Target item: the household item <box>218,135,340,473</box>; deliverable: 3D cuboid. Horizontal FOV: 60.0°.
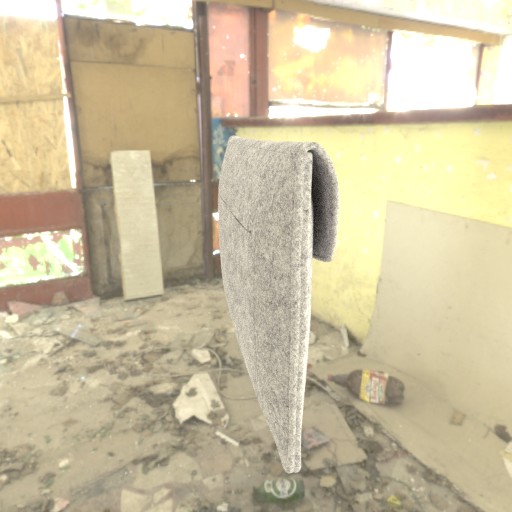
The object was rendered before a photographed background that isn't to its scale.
[{"bbox_3d":[0.000,0.000,0.428,0.057,0.221,0.335,-3,16,-10],"label":"household item"}]
